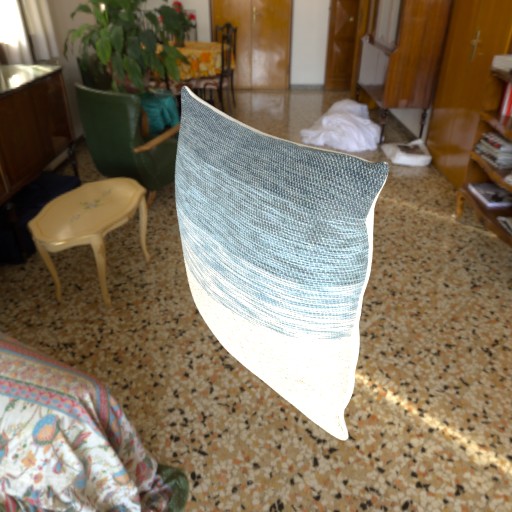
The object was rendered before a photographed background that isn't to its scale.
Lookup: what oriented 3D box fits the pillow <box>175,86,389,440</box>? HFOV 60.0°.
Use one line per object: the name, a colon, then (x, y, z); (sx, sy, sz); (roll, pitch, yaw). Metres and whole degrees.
pillow: (0.000, 0.000, 0.689); (0.182, 0.441, 0.440); (-20, 37, -29)
